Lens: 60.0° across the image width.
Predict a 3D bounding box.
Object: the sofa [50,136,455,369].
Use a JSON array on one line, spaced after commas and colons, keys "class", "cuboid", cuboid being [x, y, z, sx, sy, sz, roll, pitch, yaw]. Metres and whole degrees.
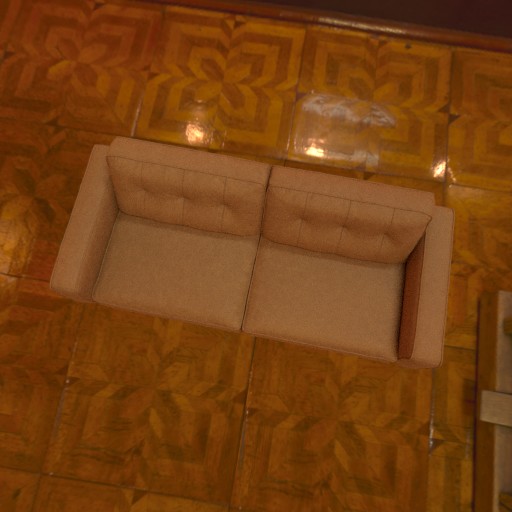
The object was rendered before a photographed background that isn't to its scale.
[{"class": "sofa", "cuboid": [0.000, 0.000, 2.747, 2.270, 0.780, 0.953, 11, 75, 3]}]
